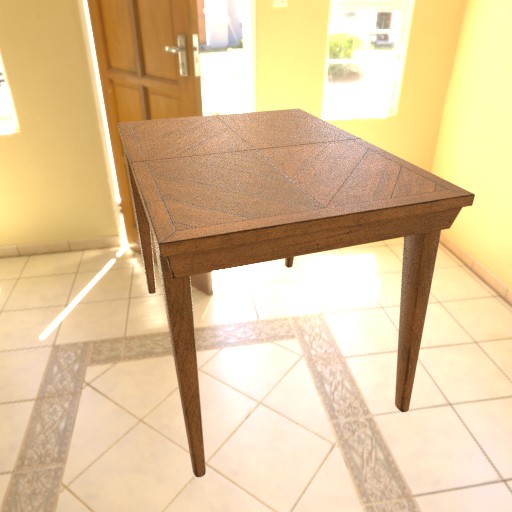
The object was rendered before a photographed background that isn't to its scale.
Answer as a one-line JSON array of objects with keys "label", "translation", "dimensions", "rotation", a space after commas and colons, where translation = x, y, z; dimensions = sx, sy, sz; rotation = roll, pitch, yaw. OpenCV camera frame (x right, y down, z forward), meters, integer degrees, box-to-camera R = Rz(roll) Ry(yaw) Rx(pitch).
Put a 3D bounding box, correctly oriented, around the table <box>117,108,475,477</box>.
[{"label": "table", "translation": [0.000, 0.000, 1.567], "dimensions": [0.757, 0.760, 1.027], "rotation": [-10, 32, -17]}]
